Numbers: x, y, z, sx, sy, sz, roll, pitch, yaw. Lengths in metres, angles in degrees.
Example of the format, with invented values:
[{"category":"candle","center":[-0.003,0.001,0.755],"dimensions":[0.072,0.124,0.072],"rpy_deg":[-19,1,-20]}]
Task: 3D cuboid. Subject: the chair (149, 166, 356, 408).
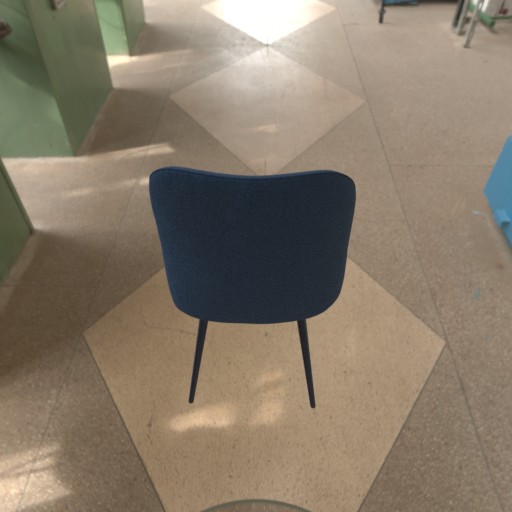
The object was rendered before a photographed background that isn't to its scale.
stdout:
[{"category":"chair","center":[0.000,0.000,1.176],"dimensions":[0.478,0.896,0.559],"rpy_deg":[2,45,2]}]
